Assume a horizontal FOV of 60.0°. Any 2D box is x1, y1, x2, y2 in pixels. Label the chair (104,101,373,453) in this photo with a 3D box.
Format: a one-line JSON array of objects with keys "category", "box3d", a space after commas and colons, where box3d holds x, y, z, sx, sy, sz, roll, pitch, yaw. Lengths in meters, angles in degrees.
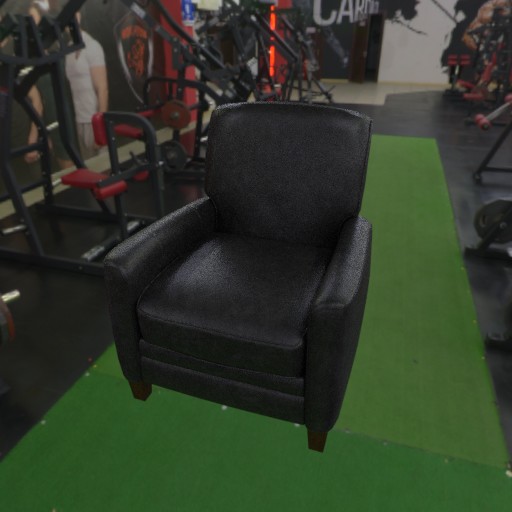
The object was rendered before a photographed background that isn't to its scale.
[{"category": "chair", "box3d": [0.000, 0.000, 1.690, 0.848, 1.014, 0.864, 9, 29, 17]}]
